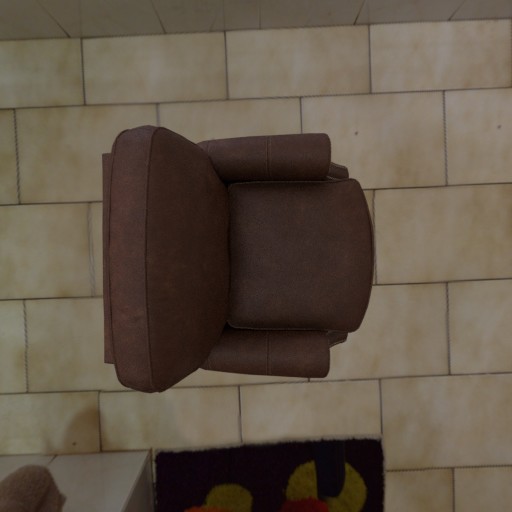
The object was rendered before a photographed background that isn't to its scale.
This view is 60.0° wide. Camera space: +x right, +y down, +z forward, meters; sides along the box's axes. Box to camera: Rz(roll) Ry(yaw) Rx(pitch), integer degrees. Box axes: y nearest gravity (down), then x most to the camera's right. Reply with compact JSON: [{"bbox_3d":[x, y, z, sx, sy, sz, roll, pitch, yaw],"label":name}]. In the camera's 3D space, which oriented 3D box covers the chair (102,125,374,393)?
[{"bbox_3d":[0.000,0.000,1.762,0.986,1.018,0.936,0,92,0],"label":"chair"}]
